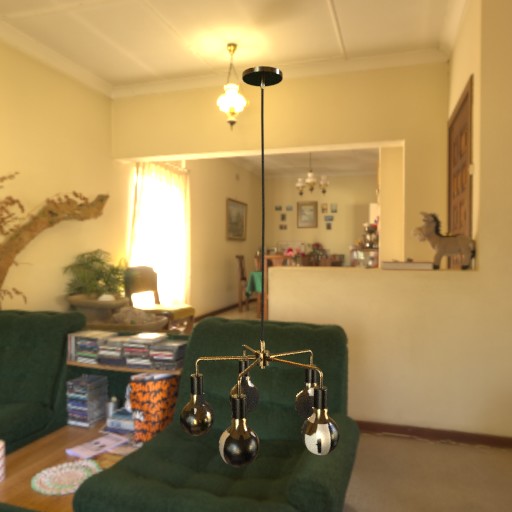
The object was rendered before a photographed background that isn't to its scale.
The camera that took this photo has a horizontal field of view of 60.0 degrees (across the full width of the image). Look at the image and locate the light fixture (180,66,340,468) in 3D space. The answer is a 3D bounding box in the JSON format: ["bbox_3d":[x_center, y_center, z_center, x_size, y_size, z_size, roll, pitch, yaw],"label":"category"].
[{"bbox_3d":[0.000,0.000,1.214,0.421,0.988,0.438,0,1,1],"label":"light fixture"}]
